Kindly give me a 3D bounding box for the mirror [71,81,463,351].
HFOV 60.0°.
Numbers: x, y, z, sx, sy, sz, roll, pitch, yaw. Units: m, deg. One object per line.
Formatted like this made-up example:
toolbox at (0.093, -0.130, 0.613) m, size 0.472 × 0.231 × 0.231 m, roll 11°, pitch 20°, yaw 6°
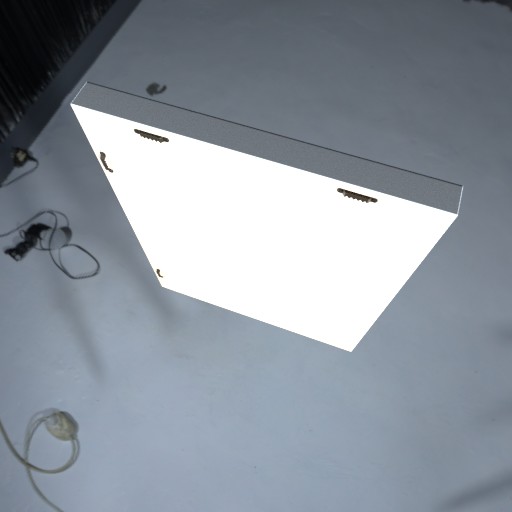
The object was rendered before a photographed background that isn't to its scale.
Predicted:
mirror at (0.000, 0.000, 0.672) m, size 0.406 × 0.509 × 0.041 m, roll 18°, pitch 65°, yaw 9°
